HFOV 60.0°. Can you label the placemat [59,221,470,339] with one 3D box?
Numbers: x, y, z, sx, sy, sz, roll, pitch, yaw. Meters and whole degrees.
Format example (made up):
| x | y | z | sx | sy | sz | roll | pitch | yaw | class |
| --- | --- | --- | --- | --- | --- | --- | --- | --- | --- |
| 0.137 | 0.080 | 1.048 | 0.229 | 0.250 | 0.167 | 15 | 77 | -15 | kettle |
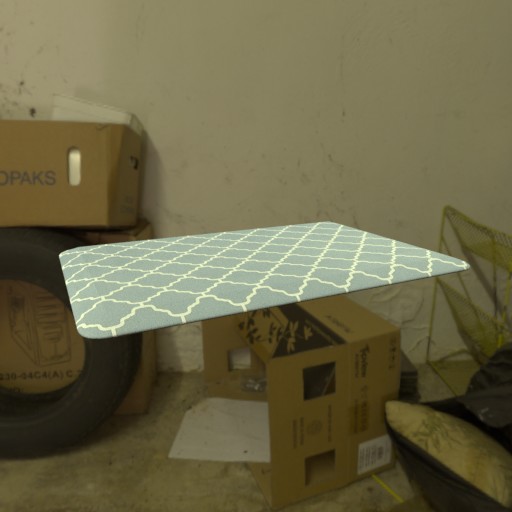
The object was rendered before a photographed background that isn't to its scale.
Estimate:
| x | y | z | sx | sy | sz | roll | pitch | yaw | class |
| --- | --- | --- | --- | --- | --- | --- | --- | --- | --- |
| 0.000 | 0.000 | 0.958 | 0.762 | 0.021 | 0.508 | -8 | 17 | -25 | placemat |
